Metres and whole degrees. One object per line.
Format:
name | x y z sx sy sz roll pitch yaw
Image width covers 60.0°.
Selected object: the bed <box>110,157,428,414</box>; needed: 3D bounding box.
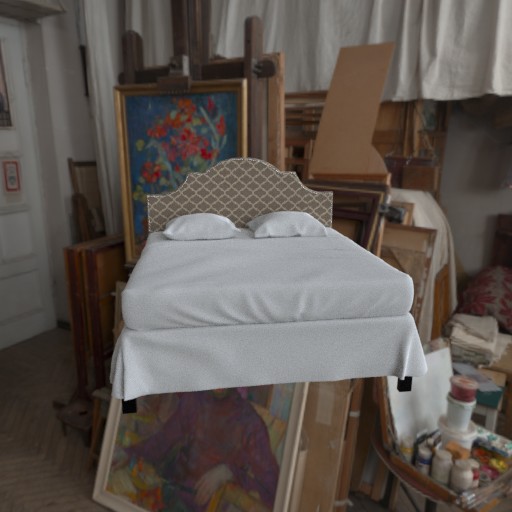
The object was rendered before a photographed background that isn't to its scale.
bed | 0.000 0.000 3.857 2.314 1.601 2.222 -2 15 -8
